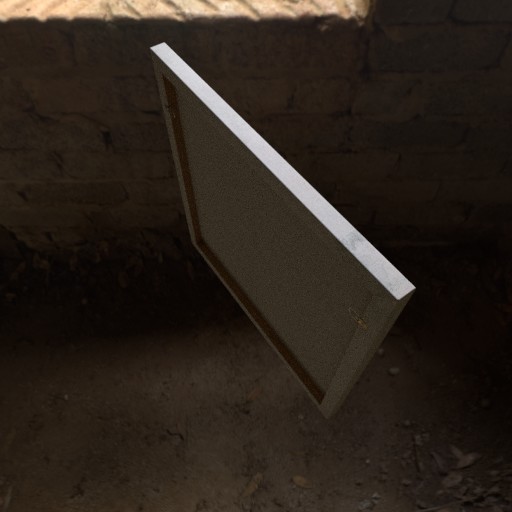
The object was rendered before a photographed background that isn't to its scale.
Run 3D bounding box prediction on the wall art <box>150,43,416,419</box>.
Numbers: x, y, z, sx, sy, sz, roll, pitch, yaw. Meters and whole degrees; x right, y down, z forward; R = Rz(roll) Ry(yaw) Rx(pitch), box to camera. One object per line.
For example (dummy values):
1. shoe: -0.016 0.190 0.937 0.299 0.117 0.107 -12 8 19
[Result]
1. wall art: 0.000 0.000 1.135 0.041 0.762 0.762 -31 63 -18
